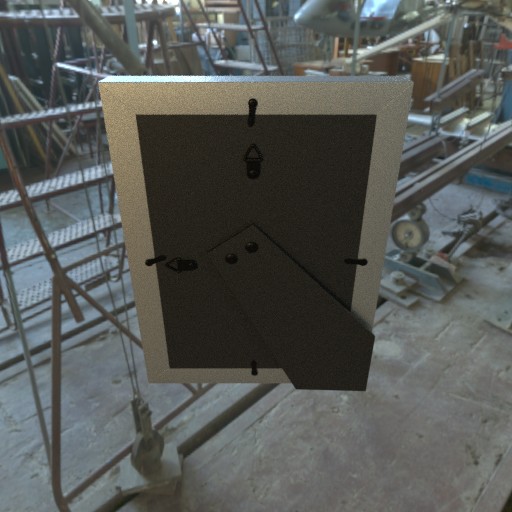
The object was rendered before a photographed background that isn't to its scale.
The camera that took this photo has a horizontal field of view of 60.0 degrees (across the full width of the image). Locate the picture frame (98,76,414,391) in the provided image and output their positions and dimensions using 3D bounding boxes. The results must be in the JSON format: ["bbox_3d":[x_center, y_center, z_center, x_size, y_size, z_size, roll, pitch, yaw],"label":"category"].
[{"bbox_3d":[0.000,0.000,0.278,0.157,0.208,0.028,0,30,0],"label":"picture frame"}]
